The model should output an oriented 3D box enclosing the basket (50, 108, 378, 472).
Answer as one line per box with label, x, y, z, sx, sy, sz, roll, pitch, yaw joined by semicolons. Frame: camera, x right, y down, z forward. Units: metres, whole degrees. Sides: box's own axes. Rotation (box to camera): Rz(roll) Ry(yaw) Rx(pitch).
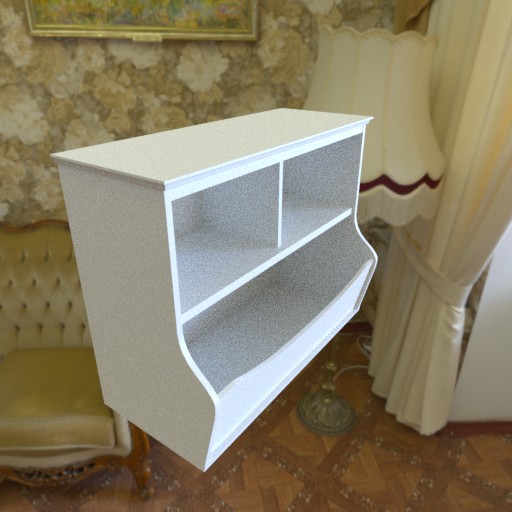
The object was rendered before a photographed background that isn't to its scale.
basket;0.000;0.000;1.153;0.376;0.625;0.792;18;31;32
